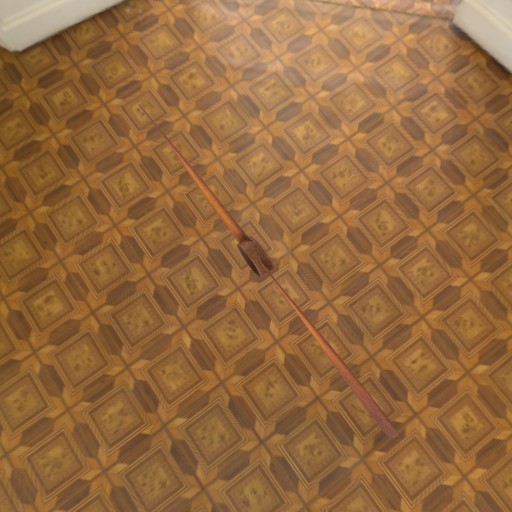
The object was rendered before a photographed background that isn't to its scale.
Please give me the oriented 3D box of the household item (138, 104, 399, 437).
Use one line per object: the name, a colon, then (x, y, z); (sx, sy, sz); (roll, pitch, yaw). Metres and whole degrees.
household item: (0.000, 0.000, 1.247); (0.051, 0.121, 1.181); (-36, 78, -9)
